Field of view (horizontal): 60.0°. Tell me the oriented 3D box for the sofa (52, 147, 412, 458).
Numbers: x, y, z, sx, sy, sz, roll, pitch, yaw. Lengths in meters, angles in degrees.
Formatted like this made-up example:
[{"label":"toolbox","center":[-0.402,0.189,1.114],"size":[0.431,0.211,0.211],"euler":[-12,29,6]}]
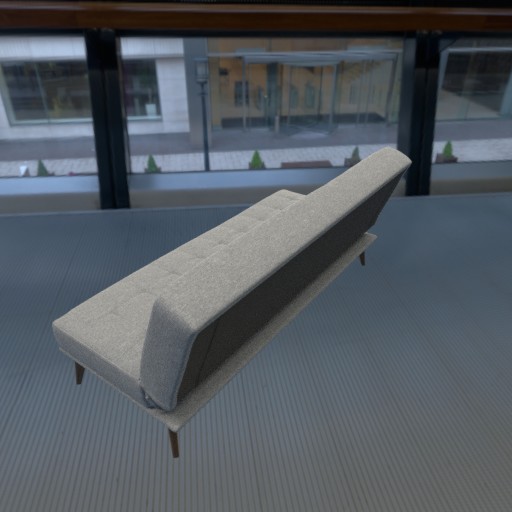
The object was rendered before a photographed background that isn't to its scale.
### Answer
[{"label":"sofa","center":[0.000,0.000,2.245],"size":[0.860,0.810,1.800],"euler":[21,37,30]}]
